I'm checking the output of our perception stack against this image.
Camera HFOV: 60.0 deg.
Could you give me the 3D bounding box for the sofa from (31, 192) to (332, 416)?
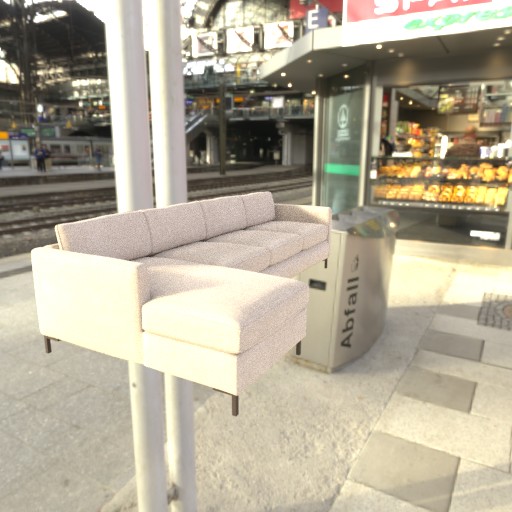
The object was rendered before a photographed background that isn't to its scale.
[{"bbox_3d":[0.000,0.000,3.524,1.469,0.816,2.923,7,15,28],"label":"sofa"}]
